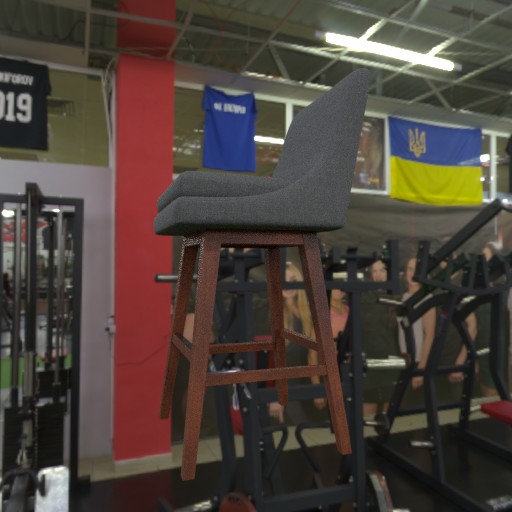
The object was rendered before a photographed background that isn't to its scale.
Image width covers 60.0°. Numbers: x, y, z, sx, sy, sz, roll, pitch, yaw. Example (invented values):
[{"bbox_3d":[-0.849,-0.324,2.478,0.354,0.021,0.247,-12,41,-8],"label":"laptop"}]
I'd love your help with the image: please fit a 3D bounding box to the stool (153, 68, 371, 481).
[{"bbox_3d":[0.000,0.000,1.241,0.524,0.977,0.447,0,-1,-19],"label":"stool"}]
